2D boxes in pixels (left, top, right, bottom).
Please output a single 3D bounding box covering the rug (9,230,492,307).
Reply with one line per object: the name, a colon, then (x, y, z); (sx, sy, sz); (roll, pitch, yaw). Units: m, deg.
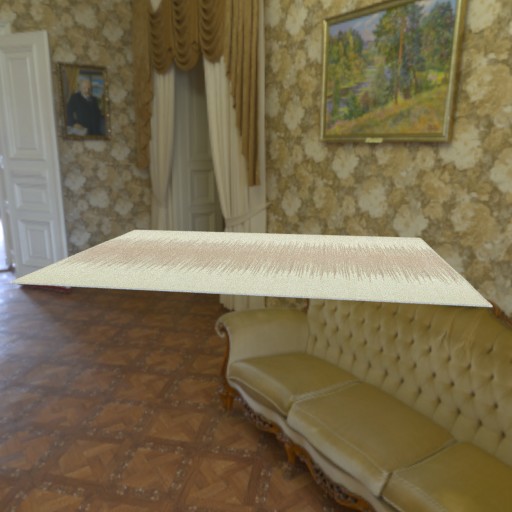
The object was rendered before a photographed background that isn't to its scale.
rug: (0.000, 0.000, 2.256); (1.850, 0.006, 1.234); (2, 14, 9)
